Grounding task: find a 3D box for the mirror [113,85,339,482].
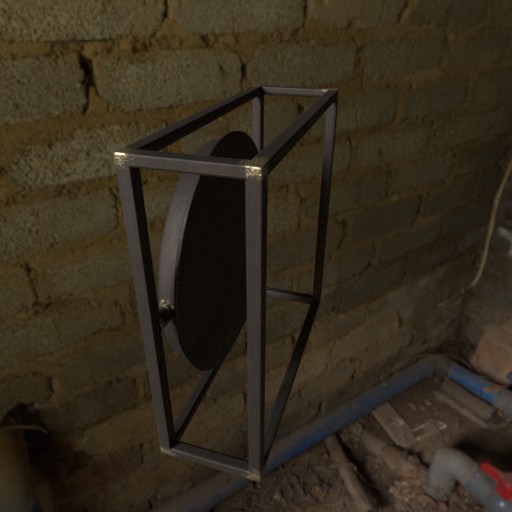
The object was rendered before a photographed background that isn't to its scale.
[{"bbox_3d":[0.000,0.000,0.480,0.107,0.303,0.306,9,31,15],"label":"mirror"}]
